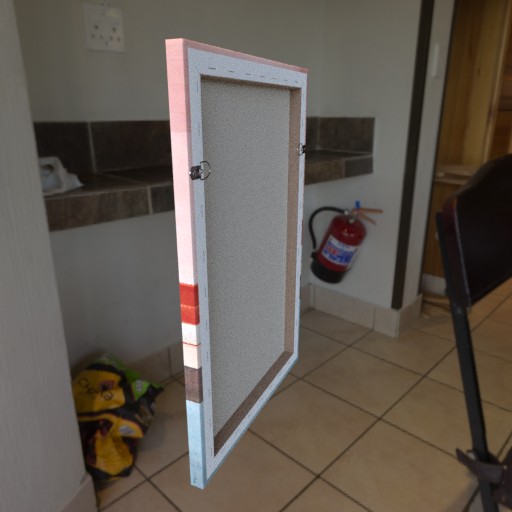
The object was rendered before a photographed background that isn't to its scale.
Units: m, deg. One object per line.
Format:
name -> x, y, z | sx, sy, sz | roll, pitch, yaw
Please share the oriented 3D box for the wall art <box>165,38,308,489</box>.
wall art -> 0.000, 0.000, 1.117 | 0.038, 0.914, 0.610 | 8, 20, 24
